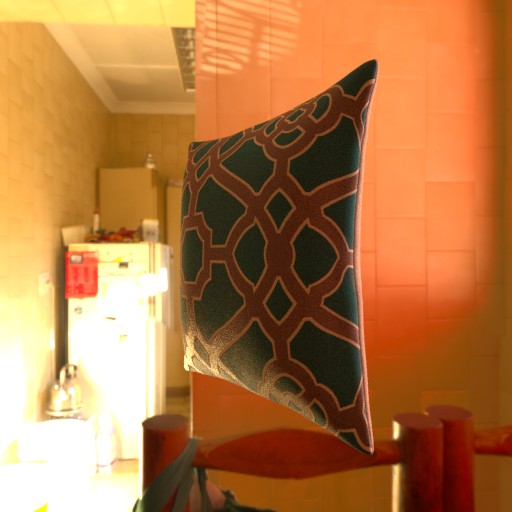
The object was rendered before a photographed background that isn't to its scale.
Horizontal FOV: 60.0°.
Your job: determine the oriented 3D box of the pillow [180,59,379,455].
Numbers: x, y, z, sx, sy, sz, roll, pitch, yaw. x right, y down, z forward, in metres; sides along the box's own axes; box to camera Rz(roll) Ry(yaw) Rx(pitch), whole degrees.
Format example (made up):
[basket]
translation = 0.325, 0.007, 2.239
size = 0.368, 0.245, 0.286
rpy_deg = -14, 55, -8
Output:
[pillow]
translation = 0.000, 0.000, 0.779
size = 0.166, 0.507, 0.526
rpy_deg = 0, 0, -35
